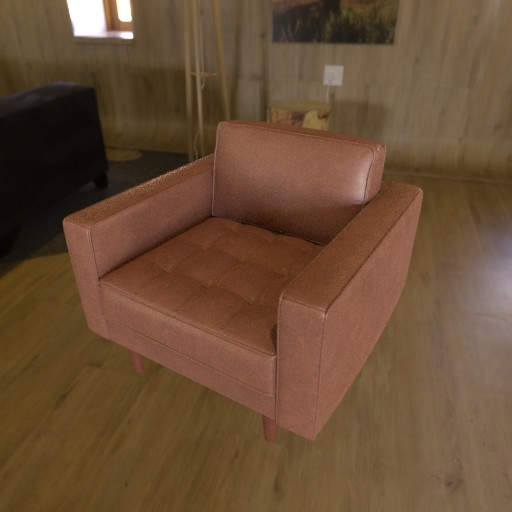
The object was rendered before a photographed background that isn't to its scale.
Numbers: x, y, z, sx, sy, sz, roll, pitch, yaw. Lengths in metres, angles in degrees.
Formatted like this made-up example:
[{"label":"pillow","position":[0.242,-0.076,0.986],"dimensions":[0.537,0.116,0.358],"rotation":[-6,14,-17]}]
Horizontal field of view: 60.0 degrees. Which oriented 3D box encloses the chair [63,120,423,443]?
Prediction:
[{"label":"chair","position":[0.000,0.000,1.547],"dimensions":[0.920,0.770,0.900],"rotation":[17,35,27]}]
